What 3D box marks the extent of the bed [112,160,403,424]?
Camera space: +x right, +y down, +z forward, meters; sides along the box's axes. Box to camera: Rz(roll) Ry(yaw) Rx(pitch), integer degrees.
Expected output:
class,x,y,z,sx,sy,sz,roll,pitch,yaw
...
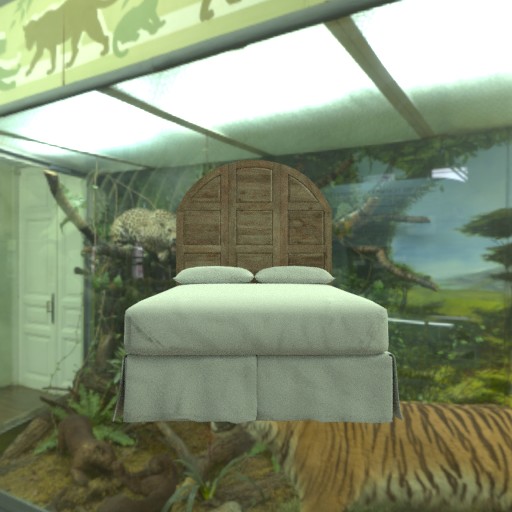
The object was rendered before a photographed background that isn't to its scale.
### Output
class,x,y,z,sx,sy,sz,roll,pitch,yaw
bed,0.000,0.000,3.618,1.713,2.002,2.112,0,0,-1
